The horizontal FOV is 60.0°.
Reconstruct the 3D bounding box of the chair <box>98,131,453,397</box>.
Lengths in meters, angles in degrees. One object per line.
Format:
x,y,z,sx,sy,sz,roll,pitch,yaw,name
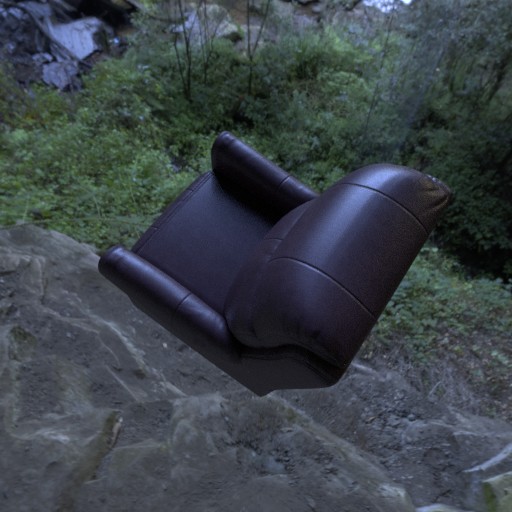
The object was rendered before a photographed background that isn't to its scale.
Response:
0.000,0.000,1.770,1.014,1.054,0.838,32,68,15,chair
